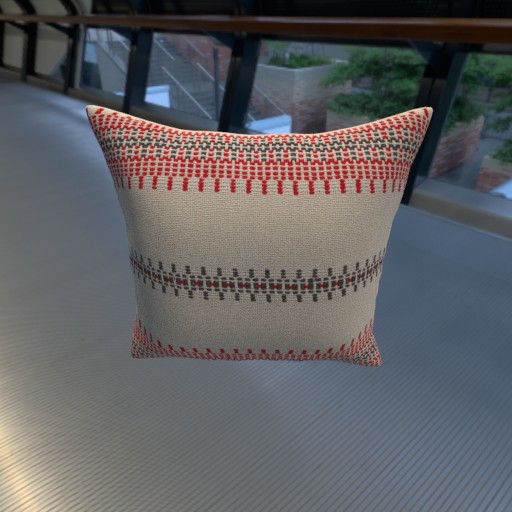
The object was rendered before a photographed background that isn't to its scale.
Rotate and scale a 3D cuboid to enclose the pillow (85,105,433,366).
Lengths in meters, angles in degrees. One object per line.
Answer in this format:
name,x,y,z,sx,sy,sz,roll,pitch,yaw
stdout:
pillow,0.000,0.000,0.698,0.463,0.454,0.160,1,30,2
